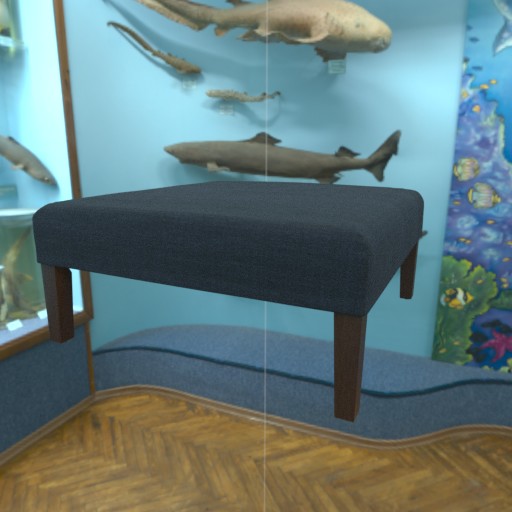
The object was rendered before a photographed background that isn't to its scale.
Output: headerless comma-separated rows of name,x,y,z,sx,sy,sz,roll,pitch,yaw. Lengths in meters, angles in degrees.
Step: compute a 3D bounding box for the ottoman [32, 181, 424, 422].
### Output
ottoman,0.000,0.000,1.394,0.890,0.411,0.889,7,15,26
